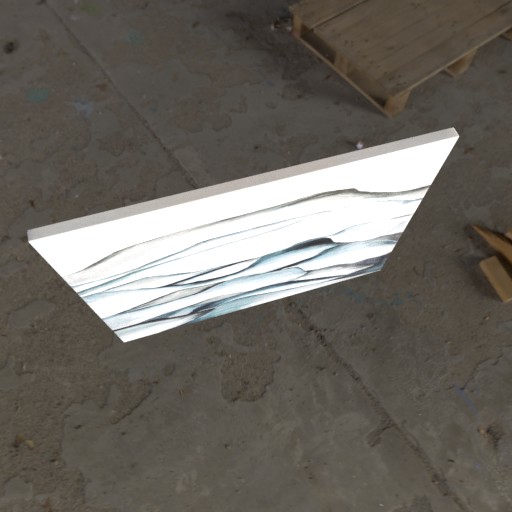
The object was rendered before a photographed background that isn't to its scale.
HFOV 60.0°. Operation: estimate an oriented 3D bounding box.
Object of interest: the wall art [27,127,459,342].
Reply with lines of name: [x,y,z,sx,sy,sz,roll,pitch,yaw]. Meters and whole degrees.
wall art: [0.000,0.000,1.618,1.219,0.915,0.039,-15,64,-7]
